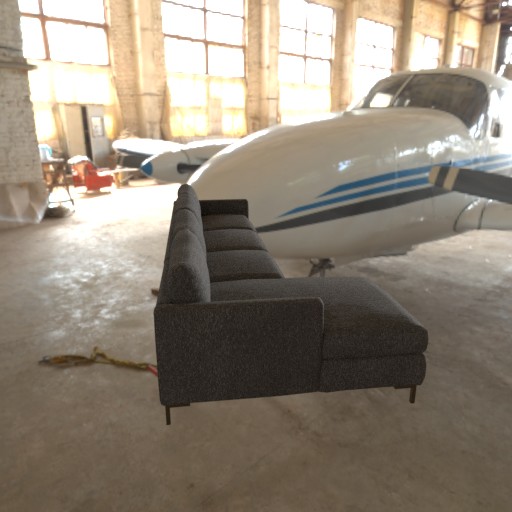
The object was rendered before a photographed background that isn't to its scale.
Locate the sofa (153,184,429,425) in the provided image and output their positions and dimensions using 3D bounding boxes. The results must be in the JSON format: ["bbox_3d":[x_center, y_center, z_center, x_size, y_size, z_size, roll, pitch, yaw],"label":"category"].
[{"bbox_3d":[0.000,0.000,3.473,1.350,0.810,2.932,-2,17,-8],"label":"sofa"}]
